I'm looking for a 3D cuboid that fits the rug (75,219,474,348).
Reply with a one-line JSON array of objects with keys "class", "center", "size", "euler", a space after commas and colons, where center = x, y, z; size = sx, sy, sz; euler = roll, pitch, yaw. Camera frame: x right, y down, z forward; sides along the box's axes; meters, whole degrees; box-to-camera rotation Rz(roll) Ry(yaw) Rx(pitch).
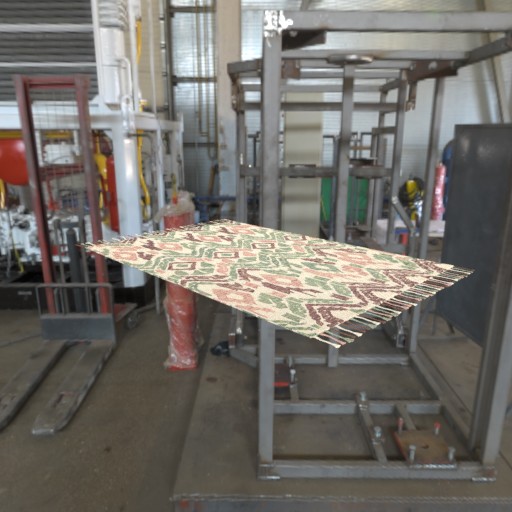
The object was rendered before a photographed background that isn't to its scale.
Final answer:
[{"class": "rug", "center": [0.000, 0.000, 3.098], "size": [1.524, 0.011, 2.438], "euler": [-15, 21, -43]}]
